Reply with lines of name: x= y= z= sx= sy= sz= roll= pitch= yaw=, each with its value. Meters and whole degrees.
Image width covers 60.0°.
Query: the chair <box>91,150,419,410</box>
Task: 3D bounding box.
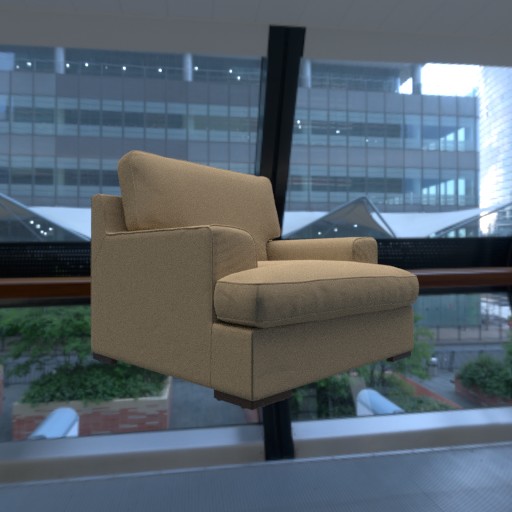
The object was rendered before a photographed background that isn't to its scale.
chair: x=0.000 y=0.000 z=2.164 sx=1.274 sy=1.005 sz=1.293 roll=-1 pitch=-1 yaw=36
